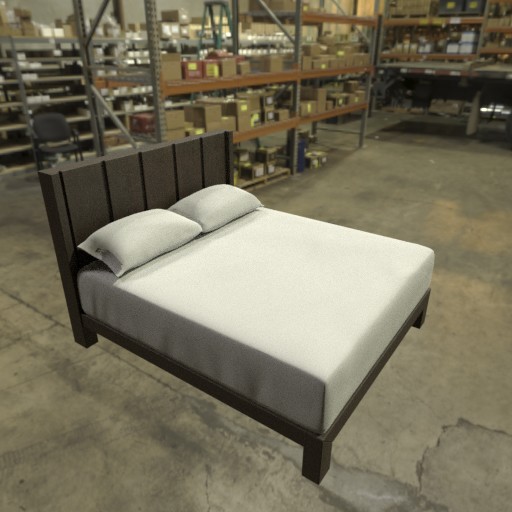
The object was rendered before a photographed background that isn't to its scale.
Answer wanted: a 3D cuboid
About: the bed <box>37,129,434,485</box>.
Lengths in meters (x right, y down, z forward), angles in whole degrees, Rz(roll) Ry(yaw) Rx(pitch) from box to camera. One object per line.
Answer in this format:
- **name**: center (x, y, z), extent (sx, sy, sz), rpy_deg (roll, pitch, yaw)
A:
- **bed**: center (0.000, 0.000, 3.055), extent (1.992, 1.261, 1.735), rpy_deg (17, 31, 31)
